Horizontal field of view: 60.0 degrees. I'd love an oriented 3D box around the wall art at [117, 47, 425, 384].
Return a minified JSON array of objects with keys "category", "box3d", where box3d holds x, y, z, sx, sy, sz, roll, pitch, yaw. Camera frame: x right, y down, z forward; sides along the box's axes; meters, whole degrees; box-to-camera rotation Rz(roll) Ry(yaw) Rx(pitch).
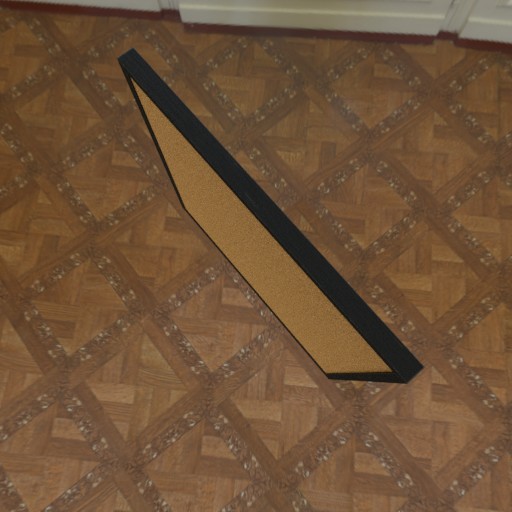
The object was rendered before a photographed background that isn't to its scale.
[{"category":"wall art","box3d":[0.000,0.000,1.119,0.037,0.761,0.761,-39,78,-10]}]
